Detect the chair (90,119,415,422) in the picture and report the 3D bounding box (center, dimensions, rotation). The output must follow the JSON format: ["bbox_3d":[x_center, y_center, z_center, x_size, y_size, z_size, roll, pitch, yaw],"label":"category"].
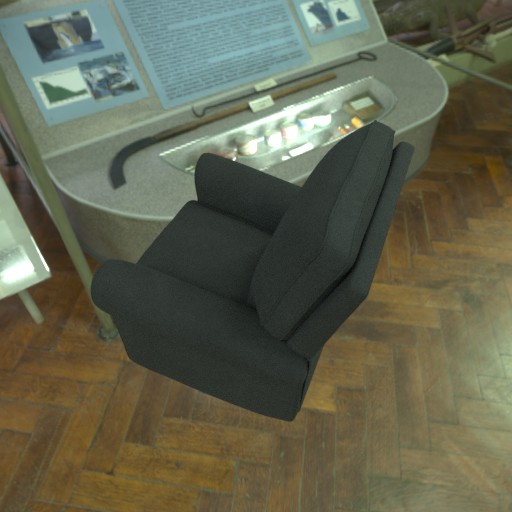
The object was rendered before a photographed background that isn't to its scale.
[{"bbox_3d":[0.000,0.000,1.674,0.878,0.961,0.890,17,48,16],"label":"chair"}]
